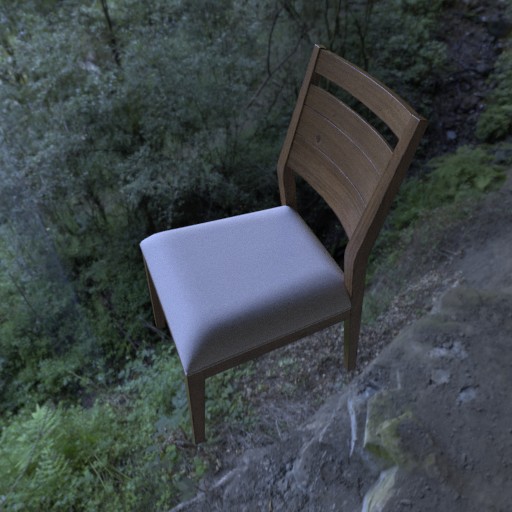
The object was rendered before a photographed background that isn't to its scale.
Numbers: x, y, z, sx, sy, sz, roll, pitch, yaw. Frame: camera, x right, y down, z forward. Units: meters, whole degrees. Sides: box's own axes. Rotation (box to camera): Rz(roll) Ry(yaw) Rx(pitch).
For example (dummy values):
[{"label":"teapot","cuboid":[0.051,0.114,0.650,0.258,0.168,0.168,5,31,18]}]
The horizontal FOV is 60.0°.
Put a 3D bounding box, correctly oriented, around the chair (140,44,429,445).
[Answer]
[{"label":"chair","cuboid":[0.000,0.000,1.256,0.610,0.939,0.497,-17,48,-16]}]
